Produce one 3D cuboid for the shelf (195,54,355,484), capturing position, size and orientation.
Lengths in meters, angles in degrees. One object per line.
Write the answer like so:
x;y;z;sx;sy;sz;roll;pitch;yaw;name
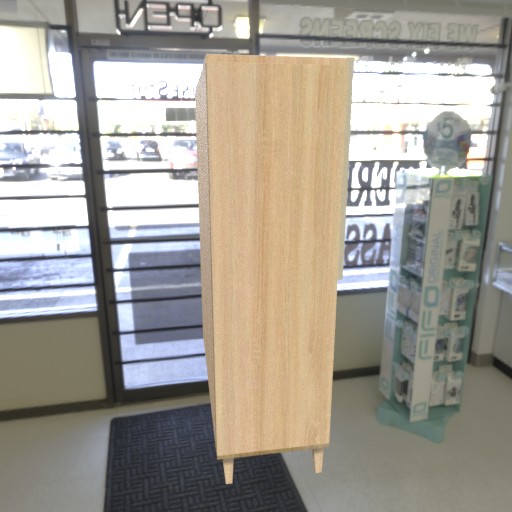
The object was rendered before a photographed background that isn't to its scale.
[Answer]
0.000;0.000;1.871;0.434;1.405;0.995;-2;15;-9;shelf
